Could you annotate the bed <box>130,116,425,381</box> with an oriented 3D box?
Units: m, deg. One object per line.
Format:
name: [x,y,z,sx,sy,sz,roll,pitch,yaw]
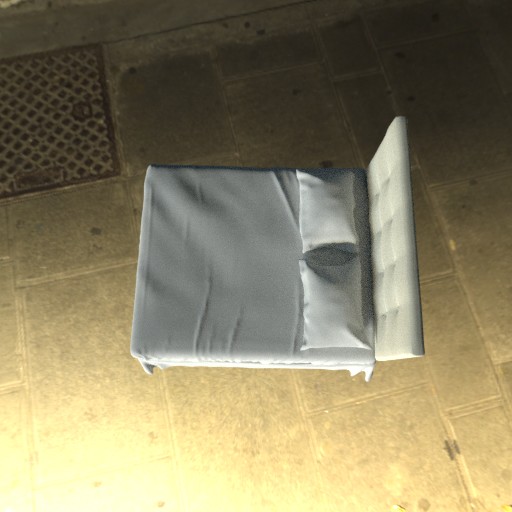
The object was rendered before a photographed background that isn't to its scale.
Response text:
bed: [0.000,0.000,3.595,2.222,1.577,1.936,1,75,0]
